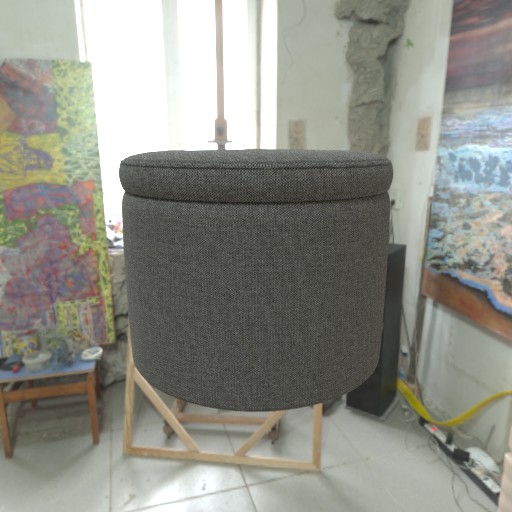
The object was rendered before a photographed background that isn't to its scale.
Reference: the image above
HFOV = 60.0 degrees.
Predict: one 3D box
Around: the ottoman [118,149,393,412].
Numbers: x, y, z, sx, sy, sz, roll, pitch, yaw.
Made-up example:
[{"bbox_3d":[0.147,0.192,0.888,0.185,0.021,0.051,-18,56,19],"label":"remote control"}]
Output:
[{"bbox_3d":[0.000,0.000,0.914,0.520,0.430,0.520,0,14,0],"label":"ottoman"}]
